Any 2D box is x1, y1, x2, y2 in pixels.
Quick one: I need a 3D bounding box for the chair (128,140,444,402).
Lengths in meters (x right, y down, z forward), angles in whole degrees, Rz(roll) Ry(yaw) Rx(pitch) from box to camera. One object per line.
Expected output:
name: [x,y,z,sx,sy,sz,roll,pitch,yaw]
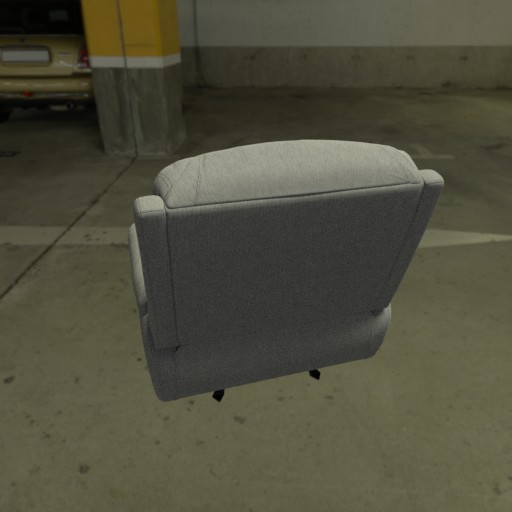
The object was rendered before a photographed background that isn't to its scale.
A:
chair: [0.000,0.000,1.706,0.930,1.011,0.899,-8,28,-15]
